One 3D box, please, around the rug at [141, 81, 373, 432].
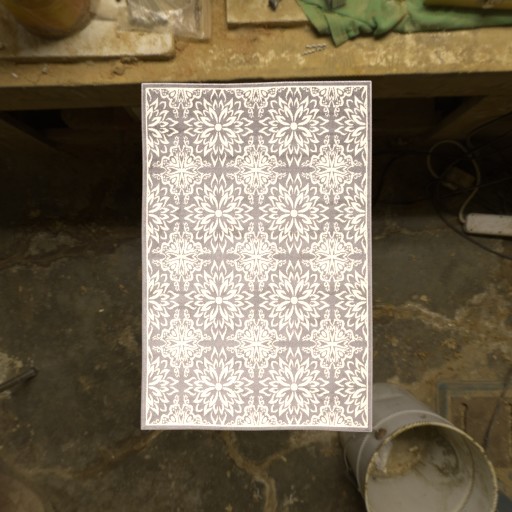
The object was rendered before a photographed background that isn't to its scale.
[{"bbox_3d":[0.000,0.000,2.346,1.224,0.012,1.847,0,90,1],"label":"rug"}]
